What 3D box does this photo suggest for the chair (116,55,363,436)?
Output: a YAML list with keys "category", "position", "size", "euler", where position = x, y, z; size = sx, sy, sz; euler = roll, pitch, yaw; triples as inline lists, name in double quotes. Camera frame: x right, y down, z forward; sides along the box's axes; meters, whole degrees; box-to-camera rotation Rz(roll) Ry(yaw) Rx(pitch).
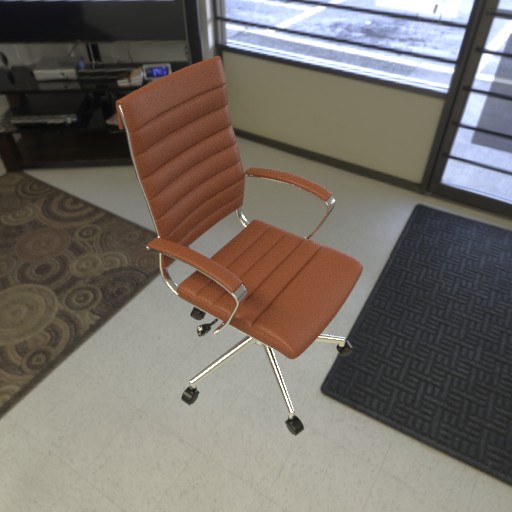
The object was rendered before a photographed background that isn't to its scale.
- category: "chair"
  position: [0.000, 0.000, 1.595]
  size: [0.739, 1.149, 0.766]
  euler: [26, 49, 25]
